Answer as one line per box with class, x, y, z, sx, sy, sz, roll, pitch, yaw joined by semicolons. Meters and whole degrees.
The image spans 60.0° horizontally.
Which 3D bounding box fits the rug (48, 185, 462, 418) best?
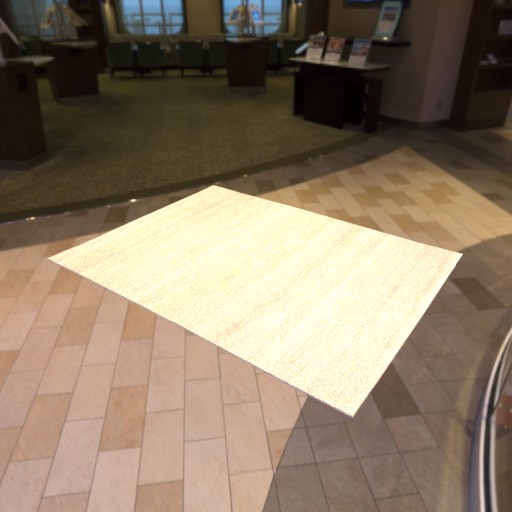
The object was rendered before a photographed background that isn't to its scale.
rug;0.000;0.000;4.325;3.245;0.046;2.467;20;35;31
